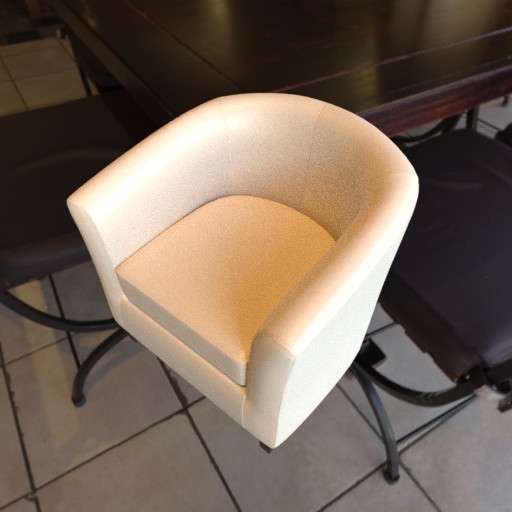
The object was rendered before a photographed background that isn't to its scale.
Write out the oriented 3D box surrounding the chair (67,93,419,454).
[{"bbox_3d":[0.000,0.000,1.392,0.792,0.756,0.727,30,52,27],"label":"chair"}]
